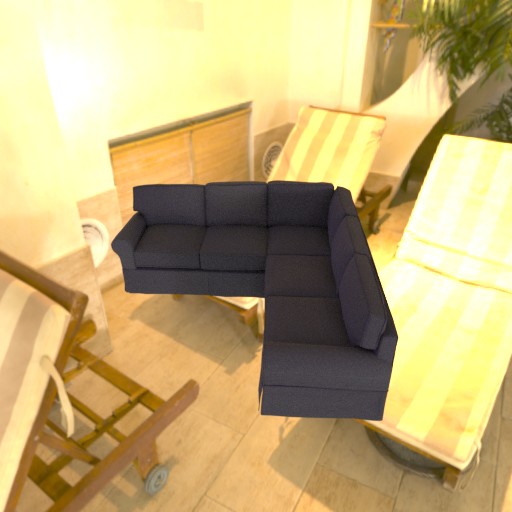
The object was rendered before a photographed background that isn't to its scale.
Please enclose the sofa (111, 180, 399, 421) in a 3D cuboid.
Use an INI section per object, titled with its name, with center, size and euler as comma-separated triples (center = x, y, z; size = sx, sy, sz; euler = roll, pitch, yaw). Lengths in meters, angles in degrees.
[sofa]
center = 0.000, 0.000, 4.981
size = 3.773, 1.169, 2.874
euler = 19, 36, 29
